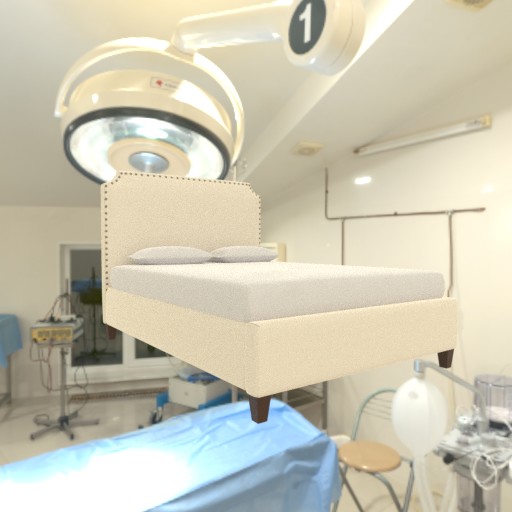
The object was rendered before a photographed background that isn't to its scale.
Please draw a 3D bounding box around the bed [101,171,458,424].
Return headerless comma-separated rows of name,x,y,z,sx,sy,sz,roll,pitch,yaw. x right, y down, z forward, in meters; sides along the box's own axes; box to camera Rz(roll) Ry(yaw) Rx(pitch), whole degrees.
bed,0.000,0.000,3.463,1.712,1.497,2.372,-1,2,-36
